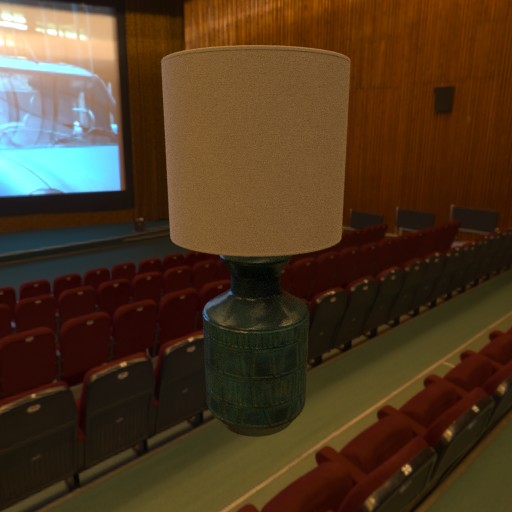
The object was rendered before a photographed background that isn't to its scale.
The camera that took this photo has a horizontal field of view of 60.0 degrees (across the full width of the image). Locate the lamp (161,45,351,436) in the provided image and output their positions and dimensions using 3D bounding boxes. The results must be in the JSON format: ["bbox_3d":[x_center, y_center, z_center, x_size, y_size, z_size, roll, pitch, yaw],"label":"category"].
[{"bbox_3d":[0.000,0.000,0.564,0.211,0.455,0.211,-14,20,-41],"label":"lamp"}]
